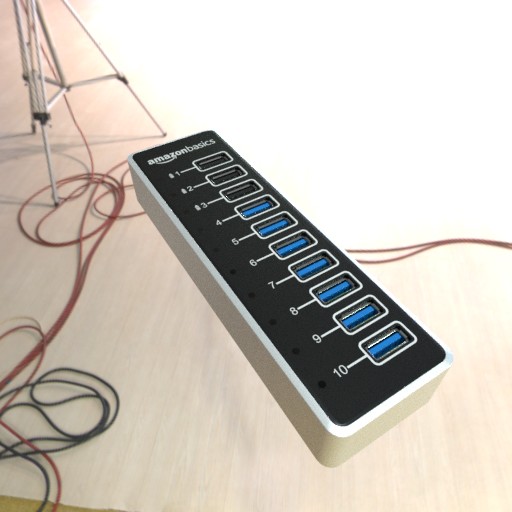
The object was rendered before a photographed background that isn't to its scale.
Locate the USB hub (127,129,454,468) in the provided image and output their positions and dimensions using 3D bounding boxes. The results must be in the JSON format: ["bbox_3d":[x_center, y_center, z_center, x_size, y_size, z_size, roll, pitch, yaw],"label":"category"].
[{"bbox_3d":[0.000,0.000,0.165,0.044,0.023,0.145,-24,51,-21],"label":"USB hub"}]
